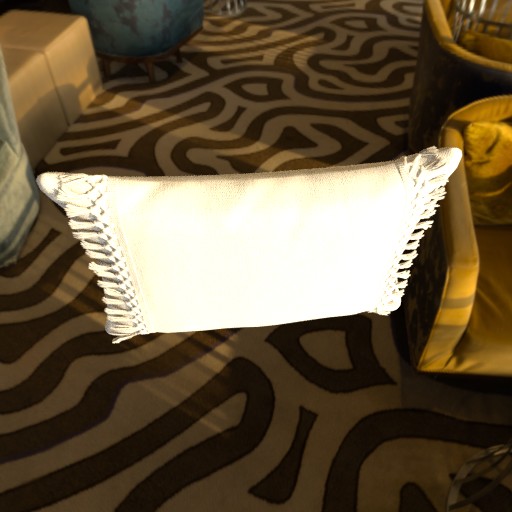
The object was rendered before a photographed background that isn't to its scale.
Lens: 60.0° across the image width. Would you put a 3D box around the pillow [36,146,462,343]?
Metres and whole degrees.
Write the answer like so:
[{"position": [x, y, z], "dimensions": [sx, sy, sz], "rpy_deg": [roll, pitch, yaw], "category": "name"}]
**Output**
[{"position": [0.000, 0.000, 0.587], "dimensions": [0.466, 0.305, 0.084], "rpy_deg": [-4, 48, -4], "category": "pillow"}]
